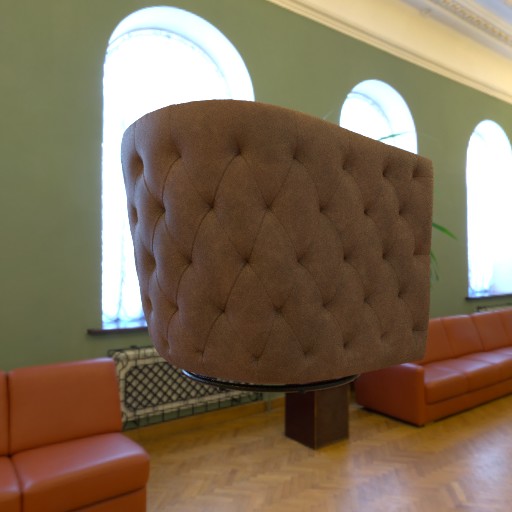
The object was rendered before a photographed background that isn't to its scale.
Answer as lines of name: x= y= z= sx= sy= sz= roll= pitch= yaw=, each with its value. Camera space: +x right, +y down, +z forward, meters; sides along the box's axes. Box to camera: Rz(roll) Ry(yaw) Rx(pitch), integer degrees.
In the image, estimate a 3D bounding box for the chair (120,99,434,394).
chair: x=0.000 y=0.000 z=1.521 sx=0.870 sy=0.790 sz=0.850 roll=1 pitch=-1 yaw=-37
